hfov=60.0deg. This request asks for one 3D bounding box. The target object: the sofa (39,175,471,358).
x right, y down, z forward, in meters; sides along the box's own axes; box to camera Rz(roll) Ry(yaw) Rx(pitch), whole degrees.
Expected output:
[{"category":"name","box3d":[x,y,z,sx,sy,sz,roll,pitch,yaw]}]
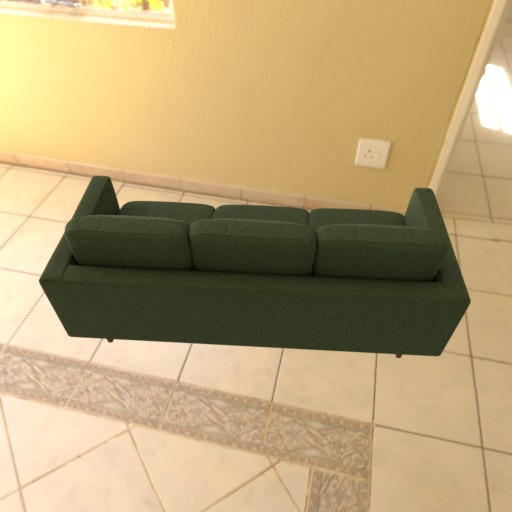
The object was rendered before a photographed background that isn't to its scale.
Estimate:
[{"category":"sofa","box3d":[0.000,0.000,2.528,2.029,0.899,0.879,3,47,2]}]
